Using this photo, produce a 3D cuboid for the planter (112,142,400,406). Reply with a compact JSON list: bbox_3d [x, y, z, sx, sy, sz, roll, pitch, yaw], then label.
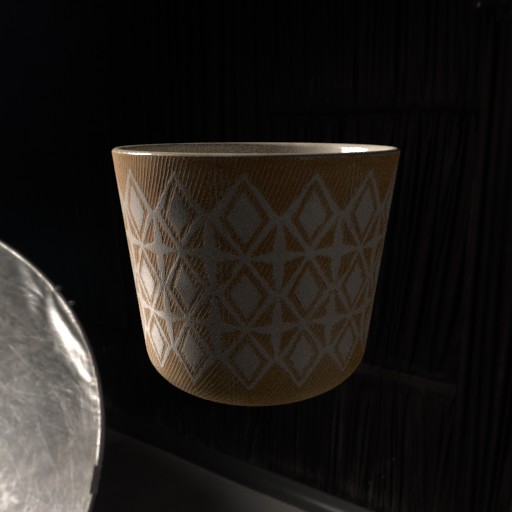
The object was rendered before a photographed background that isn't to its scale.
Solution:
[{"bbox_3d":[0.000,0.000,0.218,0.126,0.104,0.126,0,16,0],"label":"planter"}]
